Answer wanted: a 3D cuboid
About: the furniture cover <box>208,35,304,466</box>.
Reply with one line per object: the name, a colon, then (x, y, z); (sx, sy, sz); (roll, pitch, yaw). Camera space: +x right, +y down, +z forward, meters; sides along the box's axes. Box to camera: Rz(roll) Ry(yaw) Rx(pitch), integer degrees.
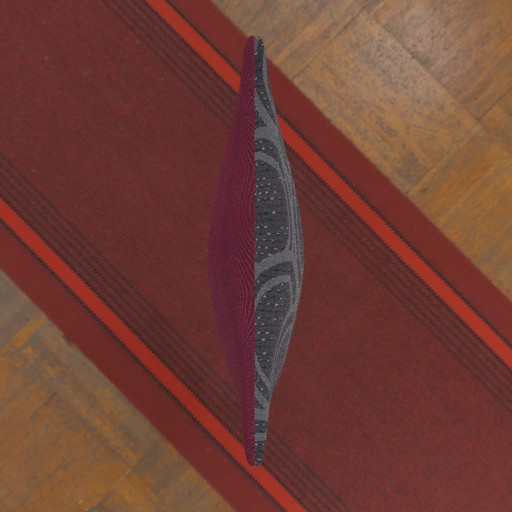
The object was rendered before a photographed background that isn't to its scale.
furniture cover: (0.000, 0.000, 0.777); (0.163, 0.513, 0.514); (0, 88, 0)
